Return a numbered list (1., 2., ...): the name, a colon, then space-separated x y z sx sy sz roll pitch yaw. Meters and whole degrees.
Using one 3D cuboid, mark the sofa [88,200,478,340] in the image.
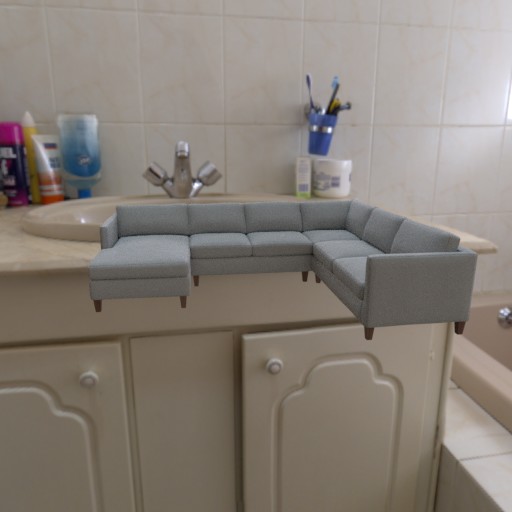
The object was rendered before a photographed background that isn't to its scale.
1. sofa: 0.000 0.000 4.541 3.238 0.853 2.551 -2 14 -8
